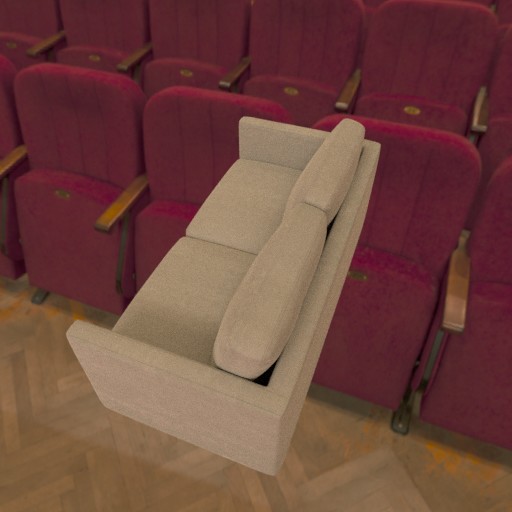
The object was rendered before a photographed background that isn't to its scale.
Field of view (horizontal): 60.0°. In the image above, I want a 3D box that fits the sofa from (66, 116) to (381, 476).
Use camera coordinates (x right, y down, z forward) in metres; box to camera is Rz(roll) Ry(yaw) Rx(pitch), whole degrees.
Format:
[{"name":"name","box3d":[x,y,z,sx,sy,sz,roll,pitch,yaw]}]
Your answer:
[{"name":"sofa","box3d":[0.000,0.000,2.427,0.950,0.963,1.884,16,48,15]}]
